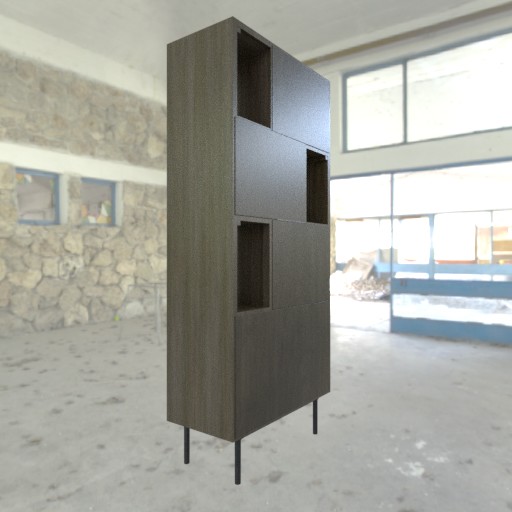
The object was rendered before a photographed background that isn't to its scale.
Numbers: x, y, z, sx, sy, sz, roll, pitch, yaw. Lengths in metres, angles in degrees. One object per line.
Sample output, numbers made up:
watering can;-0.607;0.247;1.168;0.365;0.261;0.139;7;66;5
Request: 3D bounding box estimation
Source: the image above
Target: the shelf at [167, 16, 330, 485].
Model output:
shelf;0.000;0.000;1.791;0.323;1.545;0.670;0;0;37
